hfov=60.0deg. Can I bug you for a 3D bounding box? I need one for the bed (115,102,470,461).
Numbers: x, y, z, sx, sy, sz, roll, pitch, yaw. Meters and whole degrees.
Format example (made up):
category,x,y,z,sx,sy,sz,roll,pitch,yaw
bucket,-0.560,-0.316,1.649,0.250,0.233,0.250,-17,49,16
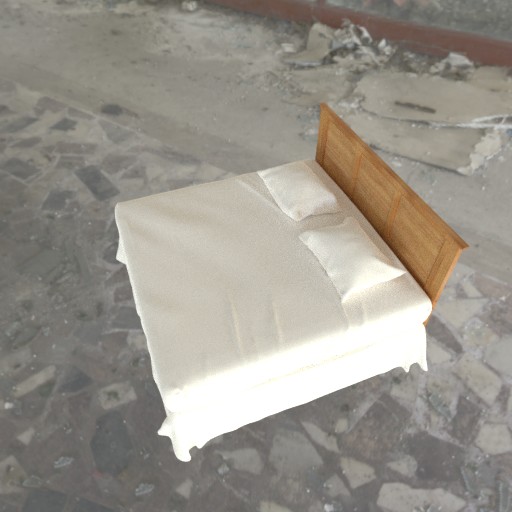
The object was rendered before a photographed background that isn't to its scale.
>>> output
category,x,y,z,sx,sy,sz,roll,pitch,yaw
bed,0.000,0.000,3.622,2.215,1.270,2.317,-16,49,-14
